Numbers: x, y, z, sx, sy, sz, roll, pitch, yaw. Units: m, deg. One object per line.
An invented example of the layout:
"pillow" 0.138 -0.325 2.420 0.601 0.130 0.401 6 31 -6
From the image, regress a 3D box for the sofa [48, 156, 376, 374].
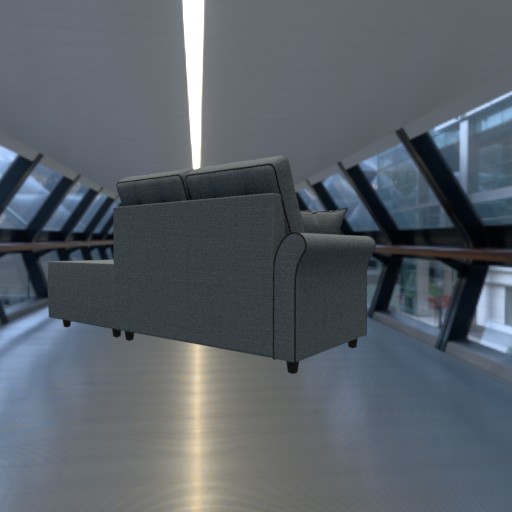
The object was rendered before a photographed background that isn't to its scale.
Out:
"sofa" 0.000 0.000 3.274 2.068 0.988 2.070 1 1 37
